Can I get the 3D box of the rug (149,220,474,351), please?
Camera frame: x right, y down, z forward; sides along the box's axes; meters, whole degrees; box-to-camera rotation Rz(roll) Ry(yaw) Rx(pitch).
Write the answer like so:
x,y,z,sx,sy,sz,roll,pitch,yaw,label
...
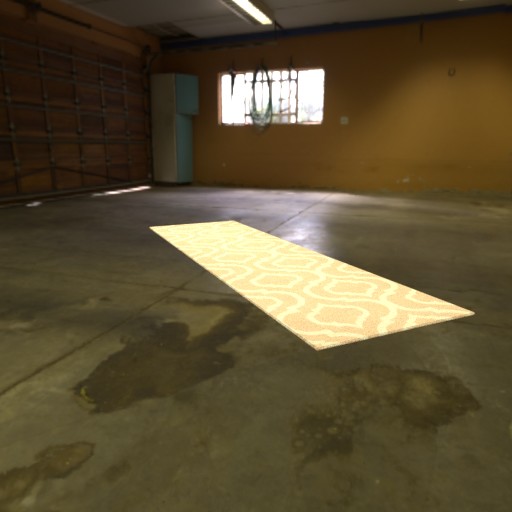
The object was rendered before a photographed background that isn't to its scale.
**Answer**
x,y,z,sx,sy,sz,roll,pitch,yaw,label
0.000,0.000,2.486,0.691,0.013,2.289,-7,15,-25,rug
